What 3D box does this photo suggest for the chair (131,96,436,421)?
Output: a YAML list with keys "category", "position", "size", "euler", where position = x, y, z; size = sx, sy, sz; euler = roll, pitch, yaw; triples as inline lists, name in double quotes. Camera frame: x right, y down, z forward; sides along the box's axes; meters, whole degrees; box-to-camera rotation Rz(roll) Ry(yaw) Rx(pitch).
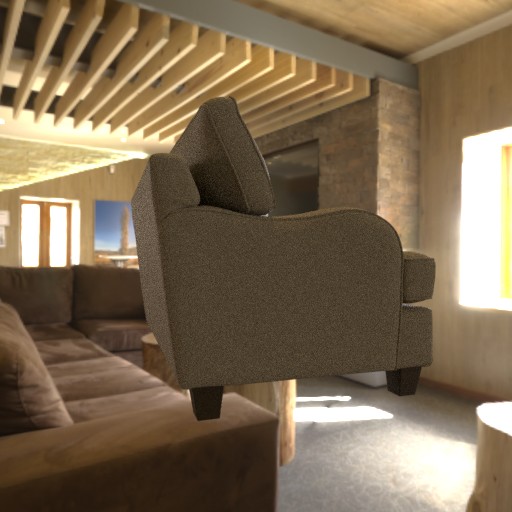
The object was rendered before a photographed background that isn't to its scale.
- category: "chair"
  position: [0.000, 0.000, 2.010]
  size: [1.040, 1.016, 1.220]
  euler: [0, 1, -18]
